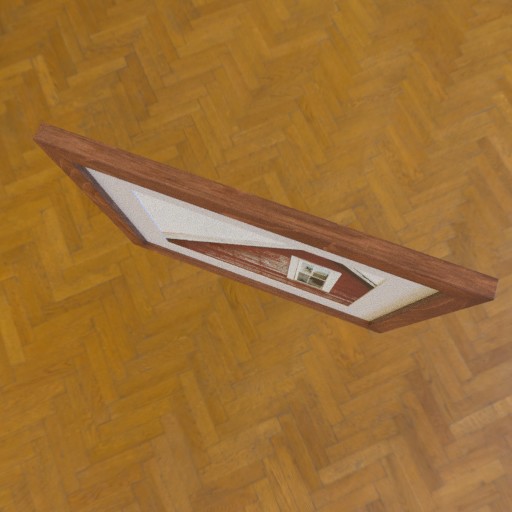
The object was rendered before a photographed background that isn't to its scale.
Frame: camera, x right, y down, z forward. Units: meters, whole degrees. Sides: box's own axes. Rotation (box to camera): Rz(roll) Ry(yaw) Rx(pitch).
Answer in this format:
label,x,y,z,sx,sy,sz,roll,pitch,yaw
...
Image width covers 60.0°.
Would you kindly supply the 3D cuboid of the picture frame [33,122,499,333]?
label,x,y,z,sx,sy,sz,roll,pitch,yaw
picture frame,0.000,0.000,0.728,0.559,0.457,0.025,20,76,5
